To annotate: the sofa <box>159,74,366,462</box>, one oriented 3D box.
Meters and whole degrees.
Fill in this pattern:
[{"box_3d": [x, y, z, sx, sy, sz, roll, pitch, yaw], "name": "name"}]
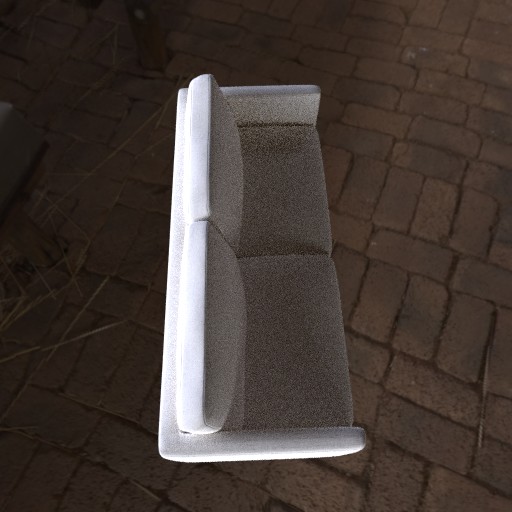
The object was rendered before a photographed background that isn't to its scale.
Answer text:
[{"box_3d": [0.000, 0.000, 2.569, 0.924, 0.933, 2.139, -2, 64, -1], "name": "sofa"}]
